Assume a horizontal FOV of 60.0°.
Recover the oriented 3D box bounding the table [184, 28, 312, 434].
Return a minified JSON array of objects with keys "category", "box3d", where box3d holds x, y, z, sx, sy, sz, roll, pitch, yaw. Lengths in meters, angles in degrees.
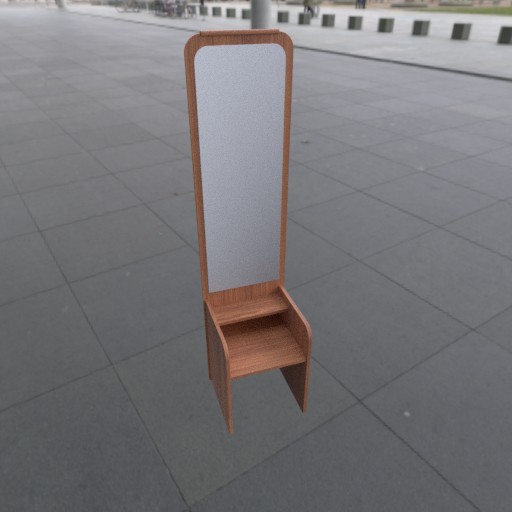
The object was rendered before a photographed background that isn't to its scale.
[{"category":"table","box3d":[0.000,0.000,2.036,0.450,1.830,0.420,-10,33,-16]}]
